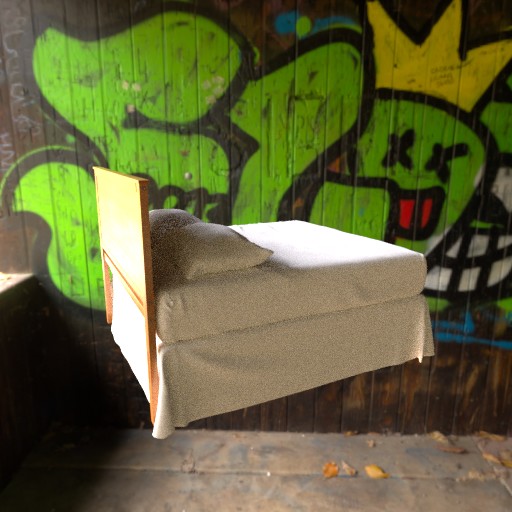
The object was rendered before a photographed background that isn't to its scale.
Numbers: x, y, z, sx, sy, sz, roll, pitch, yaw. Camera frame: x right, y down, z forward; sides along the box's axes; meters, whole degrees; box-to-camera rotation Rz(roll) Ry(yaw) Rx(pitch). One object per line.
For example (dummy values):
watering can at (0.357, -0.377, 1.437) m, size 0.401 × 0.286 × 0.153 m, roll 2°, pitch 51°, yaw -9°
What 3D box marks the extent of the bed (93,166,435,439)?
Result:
bed at (0.000, 0.000, 3.282) m, size 2.035 × 1.273 × 1.870 m, roll -7°, pitch 15°, yaw -26°
